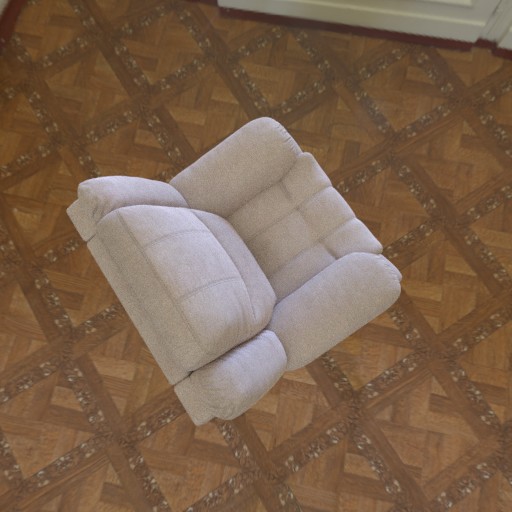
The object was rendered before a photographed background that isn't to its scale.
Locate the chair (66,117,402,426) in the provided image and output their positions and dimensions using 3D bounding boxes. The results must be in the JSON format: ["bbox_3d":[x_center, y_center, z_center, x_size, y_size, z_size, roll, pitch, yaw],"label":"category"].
[{"bbox_3d":[0.000,0.000,1.749,0.944,1.008,0.899,-33,78,-8],"label":"chair"}]
